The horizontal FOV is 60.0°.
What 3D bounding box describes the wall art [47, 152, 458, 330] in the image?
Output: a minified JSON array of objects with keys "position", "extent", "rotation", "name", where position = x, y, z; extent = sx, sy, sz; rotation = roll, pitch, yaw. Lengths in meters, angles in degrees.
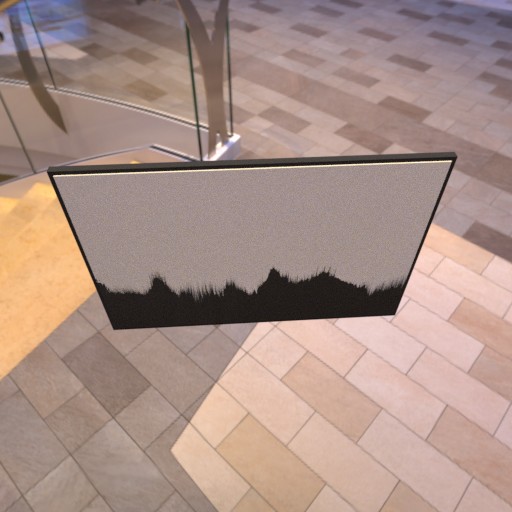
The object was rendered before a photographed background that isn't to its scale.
[{"position":[0.000,0.000,1.582],"extent":[1.190,0.805,0.028],"rotation":[-3,47,-2],"name":"wall art"}]
